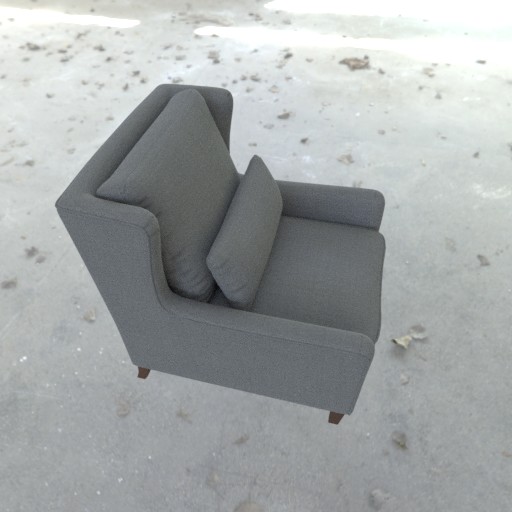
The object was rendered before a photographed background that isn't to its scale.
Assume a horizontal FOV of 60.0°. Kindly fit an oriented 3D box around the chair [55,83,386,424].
[{"bbox_3d":[0.000,0.000,1.816,1.040,1.056,0.866,10,47,10],"label":"chair"}]
